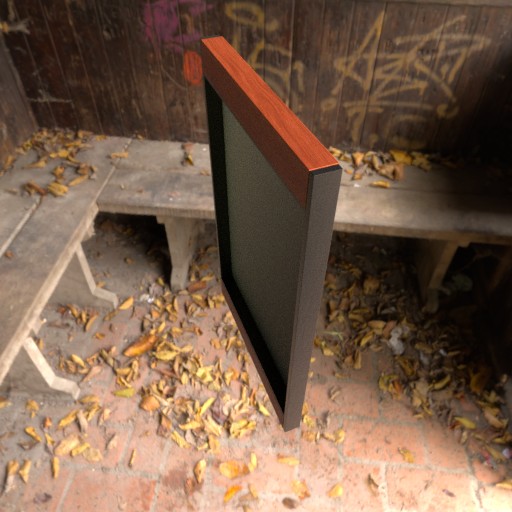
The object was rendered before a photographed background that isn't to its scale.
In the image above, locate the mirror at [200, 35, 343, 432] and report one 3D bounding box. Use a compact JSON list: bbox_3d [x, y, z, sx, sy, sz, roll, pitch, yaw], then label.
[{"bbox_3d":[0.000,0.000,1.054,0.047,0.823,0.525,-16,48,-15],"label":"mirror"}]
